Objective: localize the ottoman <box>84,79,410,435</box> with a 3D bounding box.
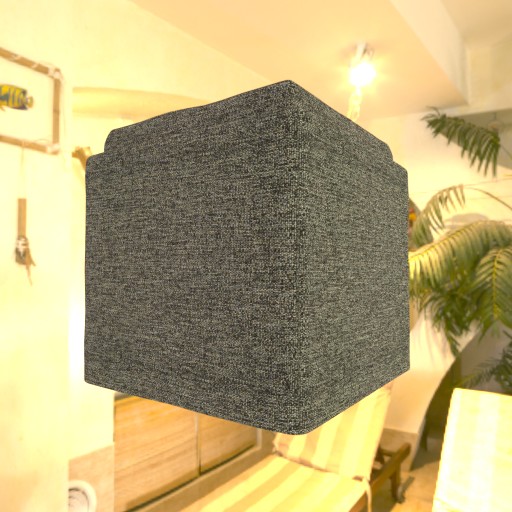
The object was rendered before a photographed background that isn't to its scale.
[{"bbox_3d":[0.000,0.000,0.830,0.450,0.463,0.450,-1,-2,35],"label":"ottoman"}]
